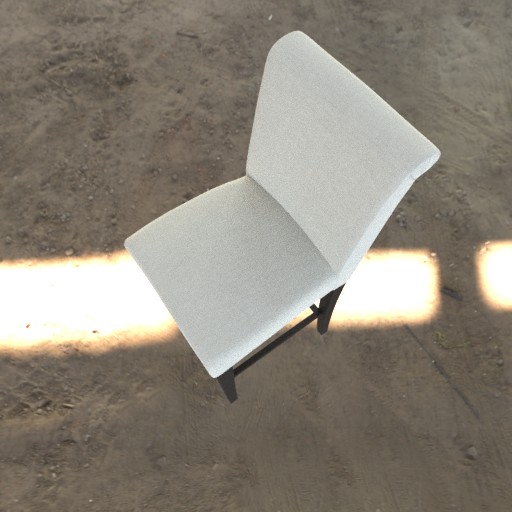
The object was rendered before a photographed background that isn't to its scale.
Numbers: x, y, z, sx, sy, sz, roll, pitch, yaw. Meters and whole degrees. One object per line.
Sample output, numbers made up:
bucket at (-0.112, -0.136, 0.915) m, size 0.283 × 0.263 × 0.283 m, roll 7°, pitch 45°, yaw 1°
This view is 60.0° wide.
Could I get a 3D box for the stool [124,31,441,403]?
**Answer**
stool at (0.000, 0.000, 1.293) m, size 0.597 × 0.976 × 0.452 m, roll -33°, pitch 68°, yaw -15°
